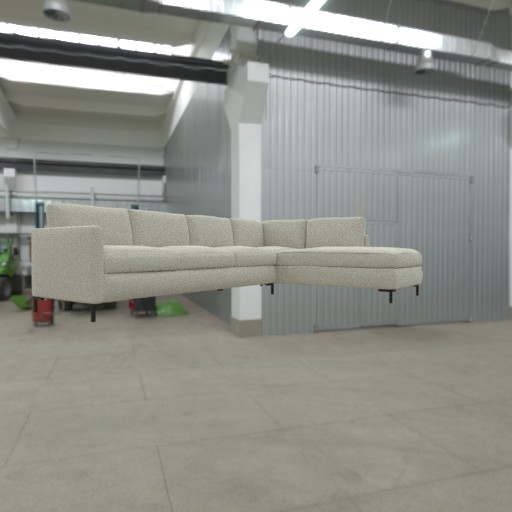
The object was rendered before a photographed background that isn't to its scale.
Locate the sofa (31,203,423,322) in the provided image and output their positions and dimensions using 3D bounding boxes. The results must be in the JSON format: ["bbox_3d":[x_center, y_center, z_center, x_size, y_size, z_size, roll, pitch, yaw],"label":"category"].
[{"bbox_3d":[0.000,0.000,3.838,2.007,0.815,2.949,1,1,37],"label":"sofa"}]
